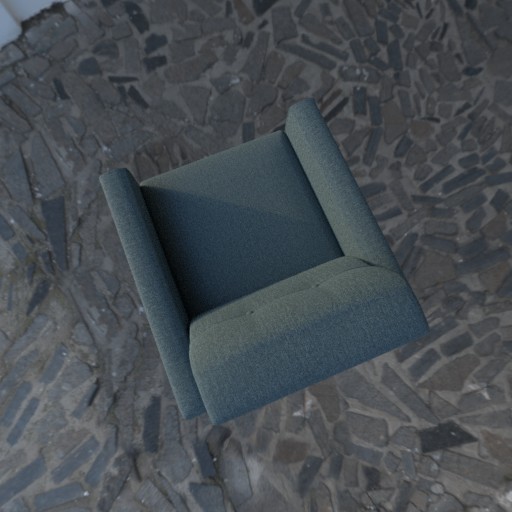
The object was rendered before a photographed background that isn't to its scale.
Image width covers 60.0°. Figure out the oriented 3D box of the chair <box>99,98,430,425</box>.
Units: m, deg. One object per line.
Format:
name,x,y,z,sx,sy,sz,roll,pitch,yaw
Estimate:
chair,0.000,0.000,1.683,0.880,0.940,0.964,-22,76,-6
